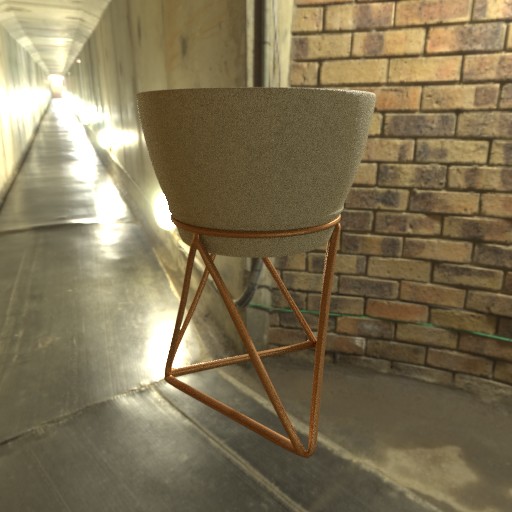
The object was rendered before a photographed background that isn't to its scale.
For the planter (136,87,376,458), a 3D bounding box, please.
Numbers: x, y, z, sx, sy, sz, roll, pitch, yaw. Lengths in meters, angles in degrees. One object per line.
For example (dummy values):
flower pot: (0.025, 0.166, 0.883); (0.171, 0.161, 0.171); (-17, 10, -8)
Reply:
planter: (0.000, 0.000, 0.740); (0.350, 0.504, 0.350); (3, 17, 9)
